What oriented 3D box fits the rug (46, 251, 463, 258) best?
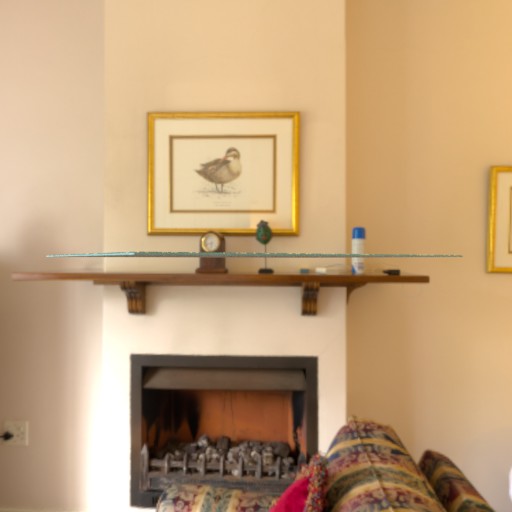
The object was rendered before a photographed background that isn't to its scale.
[{"bbox_3d":[0.000,0.000,2.865,2.205,0.012,1.554,0,-1,-36],"label":"rug"}]
